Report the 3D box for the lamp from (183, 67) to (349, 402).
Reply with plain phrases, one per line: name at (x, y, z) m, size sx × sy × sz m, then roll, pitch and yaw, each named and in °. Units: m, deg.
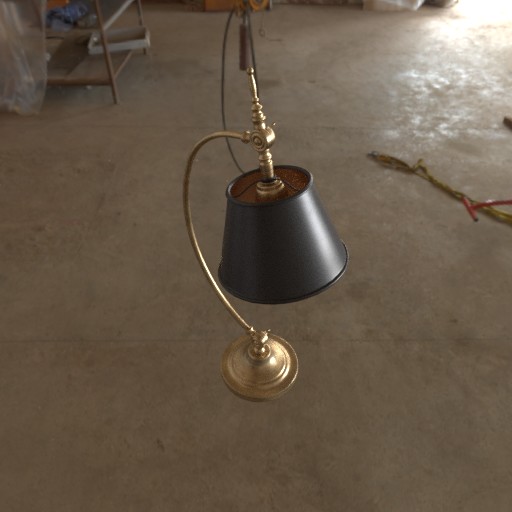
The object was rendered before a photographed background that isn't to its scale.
lamp at (0.000, 0.000, 0.826) m, size 0.344 × 0.675 × 0.235 m, roll 26°, pitch 47°, yaw 26°
